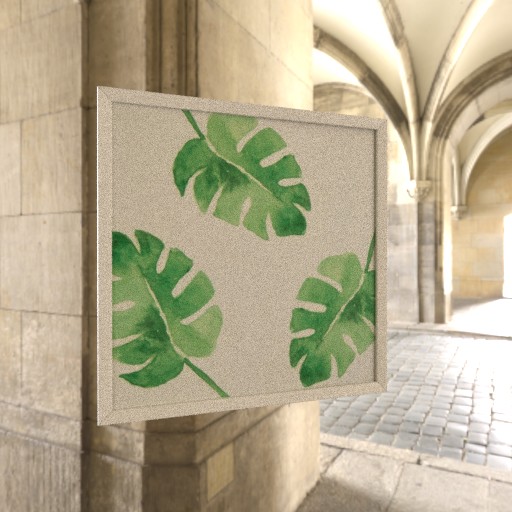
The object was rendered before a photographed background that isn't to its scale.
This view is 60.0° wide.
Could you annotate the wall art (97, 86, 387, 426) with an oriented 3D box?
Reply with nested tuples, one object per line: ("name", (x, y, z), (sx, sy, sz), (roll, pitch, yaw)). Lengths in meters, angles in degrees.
("wall art", (0.000, 0.000, 1.133), (0.762, 0.762, 0.040), (0, 0, -19))
